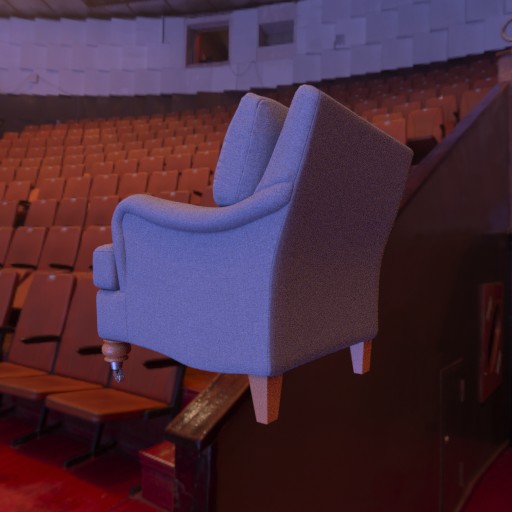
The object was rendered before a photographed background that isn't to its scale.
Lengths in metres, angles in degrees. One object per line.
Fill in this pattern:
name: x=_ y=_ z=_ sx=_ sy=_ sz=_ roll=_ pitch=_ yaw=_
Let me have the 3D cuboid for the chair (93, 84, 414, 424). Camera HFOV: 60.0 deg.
chair: x=0.000 y=0.000 z=1.875 sx=1.070 sy=1.038 sz=0.955 roll=0 pitch=0 yaw=36
